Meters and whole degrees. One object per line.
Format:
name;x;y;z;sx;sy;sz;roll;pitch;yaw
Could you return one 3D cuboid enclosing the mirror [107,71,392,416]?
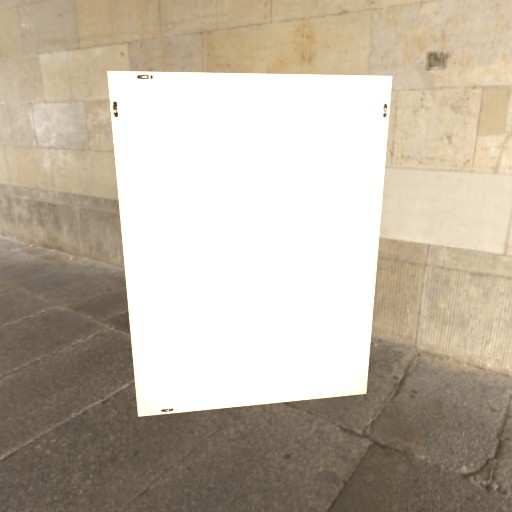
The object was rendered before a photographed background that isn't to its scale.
mirror;0.000;0.000;1.332;0.762;1.016;0.040;-3;17;-9
